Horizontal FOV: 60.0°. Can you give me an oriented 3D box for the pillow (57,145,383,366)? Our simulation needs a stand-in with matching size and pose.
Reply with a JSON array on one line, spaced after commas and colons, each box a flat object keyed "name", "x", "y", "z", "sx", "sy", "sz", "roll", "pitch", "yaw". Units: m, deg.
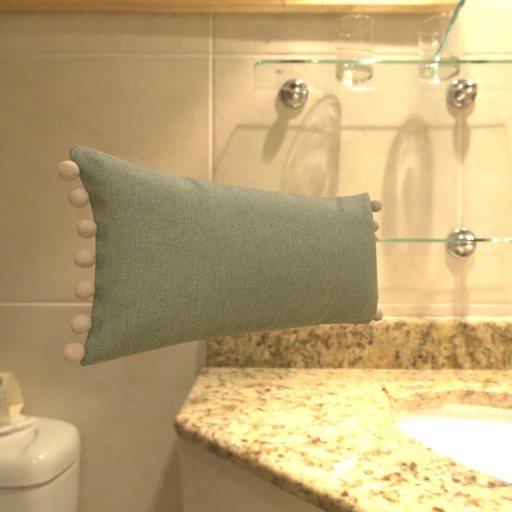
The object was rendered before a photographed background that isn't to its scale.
[{"name": "pillow", "x": 0.000, "y": 0.000, "z": 0.839, "sx": 0.709, "sy": 0.322, "sz": 0.201, "roll": 0, "pitch": 0, "yaw": -36}]
